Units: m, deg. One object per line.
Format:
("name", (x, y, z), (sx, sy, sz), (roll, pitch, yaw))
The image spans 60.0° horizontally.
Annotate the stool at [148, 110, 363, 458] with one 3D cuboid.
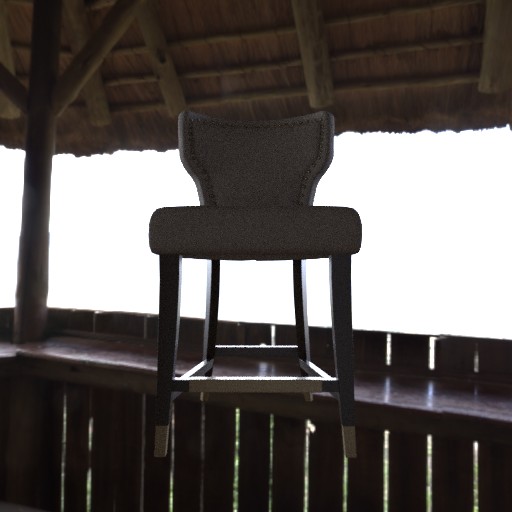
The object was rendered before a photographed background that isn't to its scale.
("stool", (0.000, 0.000, 1.326), (0.527, 0.982, 0.563), (0, -1, 0))
